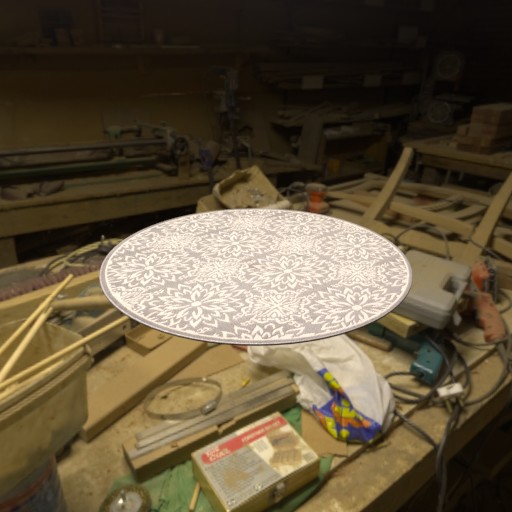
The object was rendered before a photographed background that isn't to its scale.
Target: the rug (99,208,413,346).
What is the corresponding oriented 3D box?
[{"bbox_3d":[0.000,0.000,2.365,1.593,0.012,1.593,0,24,0],"label":"rug"}]
